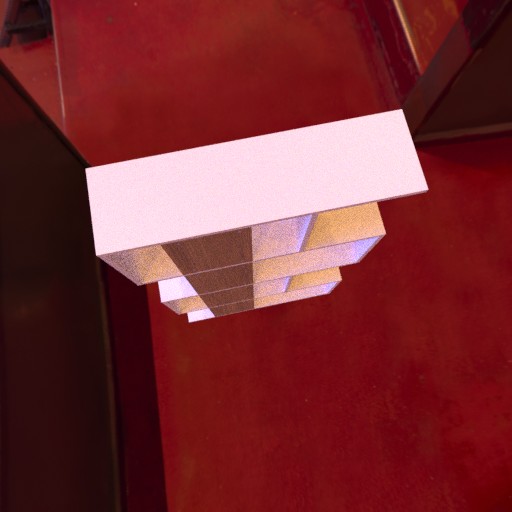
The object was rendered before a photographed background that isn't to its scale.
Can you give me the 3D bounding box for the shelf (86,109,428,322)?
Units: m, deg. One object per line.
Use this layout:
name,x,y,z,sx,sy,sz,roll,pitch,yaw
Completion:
shelf,0.000,0.000,1.990,0.890,1.650,0.250,-11,76,-3
